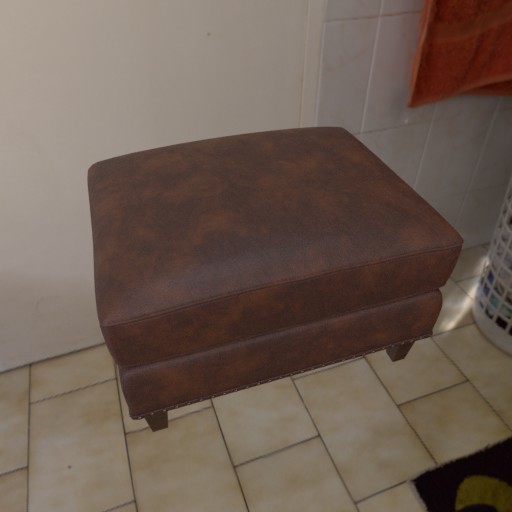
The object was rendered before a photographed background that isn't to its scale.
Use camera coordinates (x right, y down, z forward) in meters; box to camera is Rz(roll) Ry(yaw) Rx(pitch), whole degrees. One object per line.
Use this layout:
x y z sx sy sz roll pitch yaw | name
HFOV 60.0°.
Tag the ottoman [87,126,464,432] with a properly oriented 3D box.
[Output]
0.000 0.000 1.136 0.742 0.486 0.586 -12 42 -13 | ottoman
